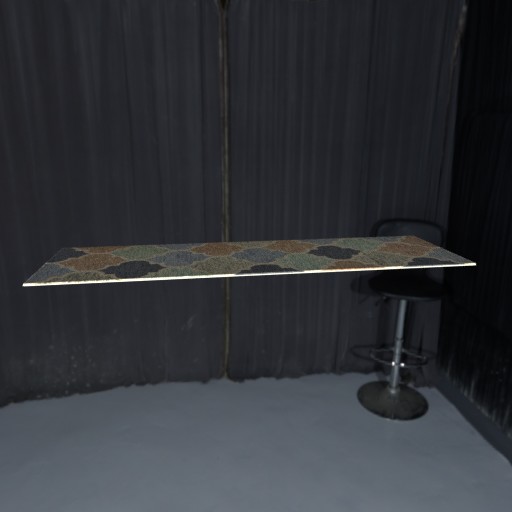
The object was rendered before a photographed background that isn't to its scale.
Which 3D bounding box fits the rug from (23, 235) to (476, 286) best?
[{"bbox_3d":[0.000,0.000,2.541,2.287,0.011,0.687,-2,15,-8],"label":"rug"}]
